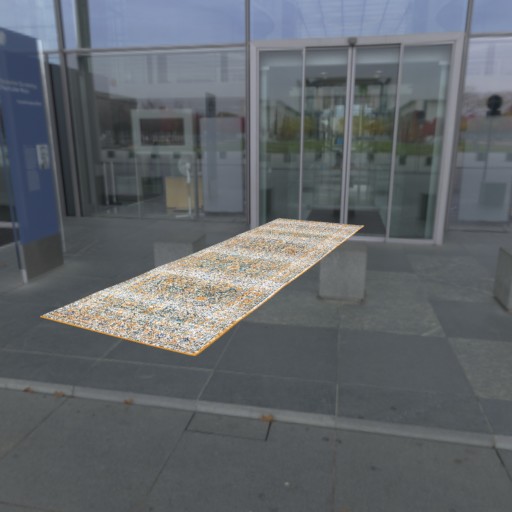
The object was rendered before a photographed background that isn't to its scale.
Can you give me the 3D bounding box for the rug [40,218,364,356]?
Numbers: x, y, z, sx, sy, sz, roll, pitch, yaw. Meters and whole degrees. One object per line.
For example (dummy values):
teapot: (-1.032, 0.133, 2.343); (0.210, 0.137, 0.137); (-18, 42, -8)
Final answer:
rug: (0.000, 0.000, 2.525); (0.704, 0.014, 2.294); (7, 17, 25)
